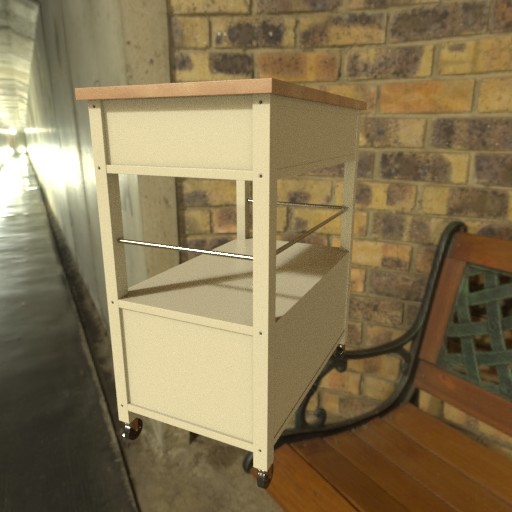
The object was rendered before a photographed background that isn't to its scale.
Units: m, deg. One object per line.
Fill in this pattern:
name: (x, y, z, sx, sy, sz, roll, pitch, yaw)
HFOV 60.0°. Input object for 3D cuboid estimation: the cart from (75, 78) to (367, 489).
cart: (0.000, 0.000, 1.335, 0.459, 0.901, 0.840, 7, 17, 24)
